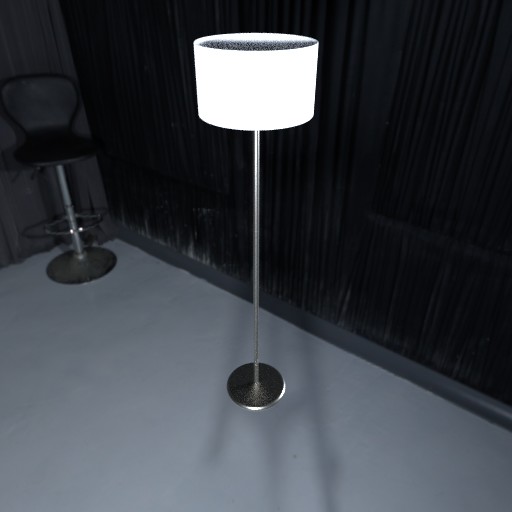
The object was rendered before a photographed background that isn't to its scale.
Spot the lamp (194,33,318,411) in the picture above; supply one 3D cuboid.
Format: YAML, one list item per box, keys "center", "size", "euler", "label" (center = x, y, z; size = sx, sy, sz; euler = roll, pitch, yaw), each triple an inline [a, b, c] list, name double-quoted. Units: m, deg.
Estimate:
- center: [0.000, 0.000, 1.640]
  size: [0.347, 1.443, 0.347]
  euler: [22, 39, 30]
  label: "lamp"
